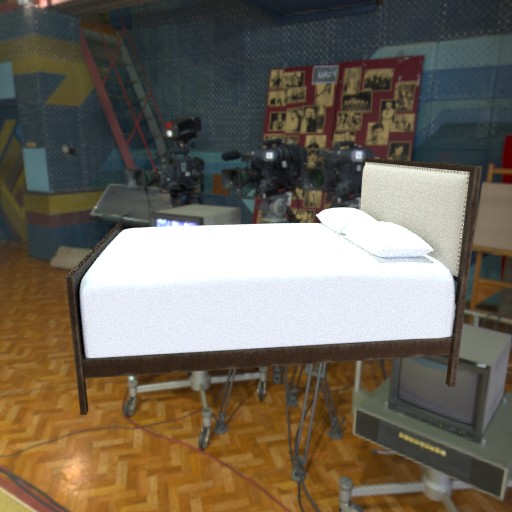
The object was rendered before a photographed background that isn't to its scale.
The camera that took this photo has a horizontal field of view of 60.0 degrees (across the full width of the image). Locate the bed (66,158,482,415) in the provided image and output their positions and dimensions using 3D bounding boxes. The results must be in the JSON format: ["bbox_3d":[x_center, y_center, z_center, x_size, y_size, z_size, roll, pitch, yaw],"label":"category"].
[{"bbox_3d":[0.000,0.000,3.154,2.221,1.313,1.607,-2,14,-7],"label":"bed"}]
